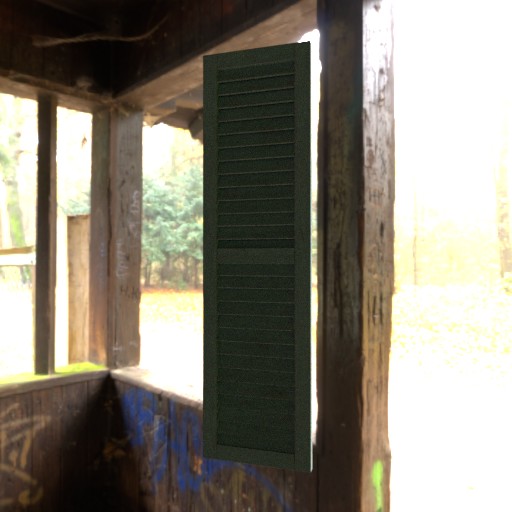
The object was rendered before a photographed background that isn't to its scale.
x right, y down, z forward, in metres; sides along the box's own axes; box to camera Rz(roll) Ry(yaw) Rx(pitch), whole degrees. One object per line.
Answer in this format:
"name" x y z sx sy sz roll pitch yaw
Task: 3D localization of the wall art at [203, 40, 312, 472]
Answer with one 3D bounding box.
"wall art" 0.000 0.000 1.308 0.329 1.219 0.025 0 0 17
